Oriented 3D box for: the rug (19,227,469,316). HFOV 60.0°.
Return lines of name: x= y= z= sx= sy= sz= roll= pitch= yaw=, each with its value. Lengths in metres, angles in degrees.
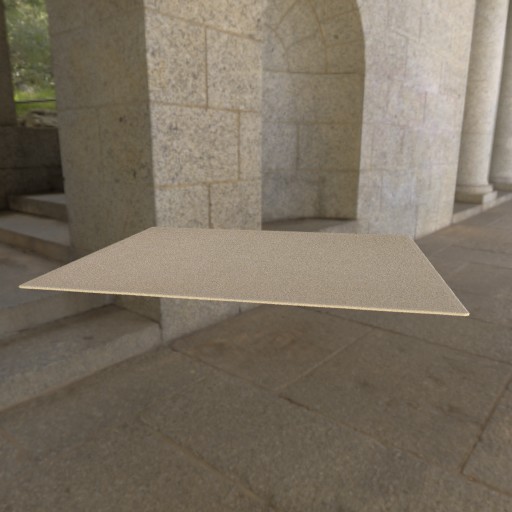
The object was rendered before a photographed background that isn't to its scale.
rug: x=0.000 y=0.000 z=4.065 sx=3.051 sy=0.020 sz=2.407 roll=3 pitch=14 yaw=10
